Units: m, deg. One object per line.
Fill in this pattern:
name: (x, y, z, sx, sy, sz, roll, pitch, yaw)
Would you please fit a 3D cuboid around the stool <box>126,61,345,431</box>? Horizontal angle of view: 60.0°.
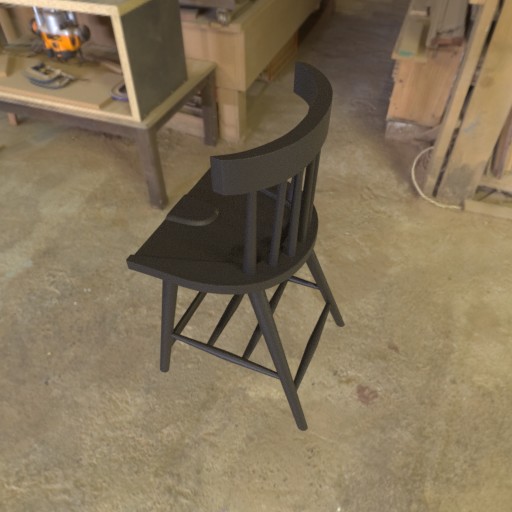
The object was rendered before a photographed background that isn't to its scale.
stool: (0.000, 0.000, 1.289, 0.549, 0.953, 0.494, 17, 49, 16)
